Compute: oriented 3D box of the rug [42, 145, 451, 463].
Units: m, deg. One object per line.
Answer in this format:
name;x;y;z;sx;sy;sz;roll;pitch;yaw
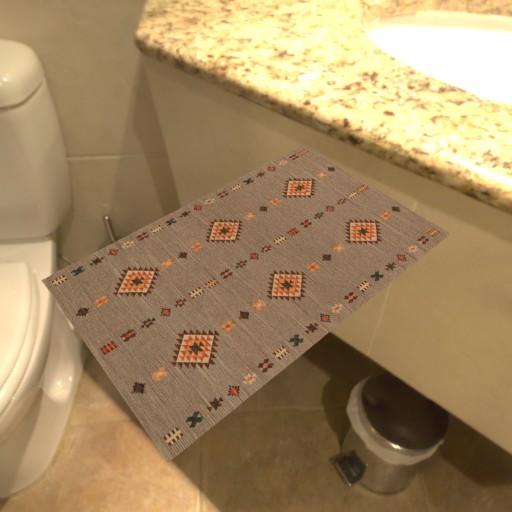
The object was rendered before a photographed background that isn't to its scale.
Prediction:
rug;0.000;0.000;3.071;2.427;0.007;1.515;-32;55;-26
